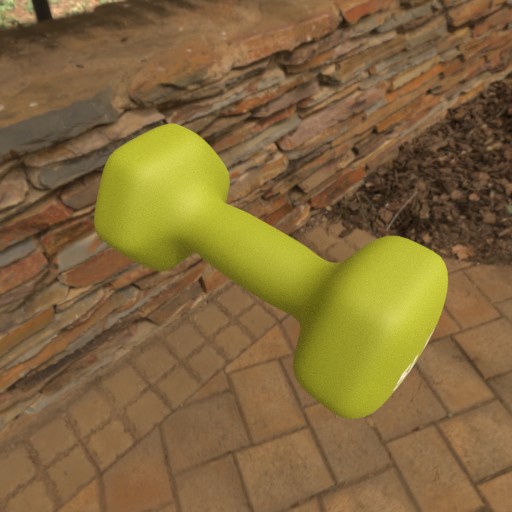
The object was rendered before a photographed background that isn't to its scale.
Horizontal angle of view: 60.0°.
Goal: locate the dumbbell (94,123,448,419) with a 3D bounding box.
[{"bbox_3d":[0.000,0.000,0.208,0.164,0.072,0.080,32,55,27],"label":"dumbbell"}]
